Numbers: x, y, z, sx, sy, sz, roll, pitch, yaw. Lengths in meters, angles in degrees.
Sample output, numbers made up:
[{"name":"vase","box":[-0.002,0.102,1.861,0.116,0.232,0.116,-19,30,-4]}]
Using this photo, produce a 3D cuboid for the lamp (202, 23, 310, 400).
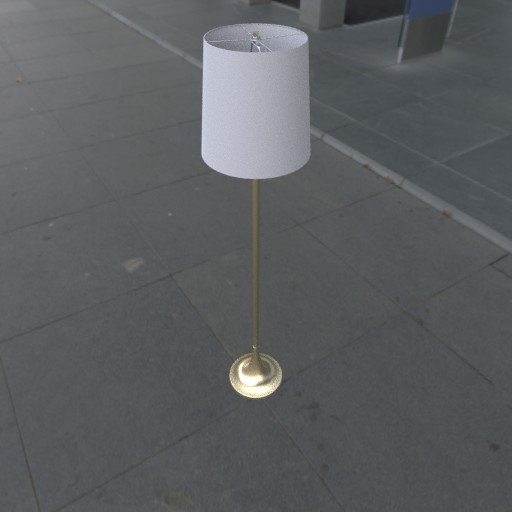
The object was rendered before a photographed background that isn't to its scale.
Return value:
[{"name":"lamp","box":[0.000,0.000,1.660,0.337,1.543,0.337,0,41,0]}]
